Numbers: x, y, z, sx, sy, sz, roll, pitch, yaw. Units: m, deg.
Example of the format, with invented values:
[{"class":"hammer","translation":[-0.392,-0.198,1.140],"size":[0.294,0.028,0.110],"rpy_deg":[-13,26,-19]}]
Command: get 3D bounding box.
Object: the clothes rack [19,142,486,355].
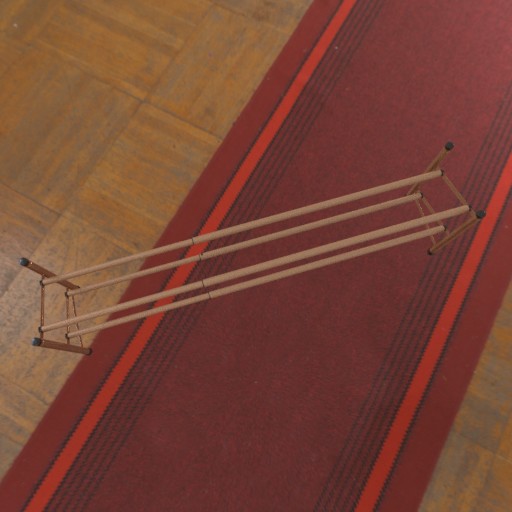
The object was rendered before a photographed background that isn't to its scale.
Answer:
[{"class":"clothes rack","translation":[0.000,0.000,1.282],"size":[1.168,0.349,0.229],"rpy_deg":[-16,75,-4]}]
